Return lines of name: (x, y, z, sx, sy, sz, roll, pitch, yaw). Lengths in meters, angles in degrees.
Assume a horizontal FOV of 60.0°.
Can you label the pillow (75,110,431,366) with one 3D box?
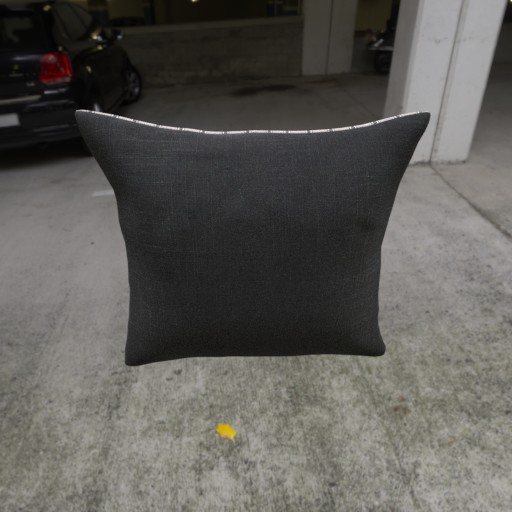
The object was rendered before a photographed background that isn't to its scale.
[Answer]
pillow: (0.000, 0.000, 0.686, 0.468, 0.444, 0.138, -1, 31, -2)
